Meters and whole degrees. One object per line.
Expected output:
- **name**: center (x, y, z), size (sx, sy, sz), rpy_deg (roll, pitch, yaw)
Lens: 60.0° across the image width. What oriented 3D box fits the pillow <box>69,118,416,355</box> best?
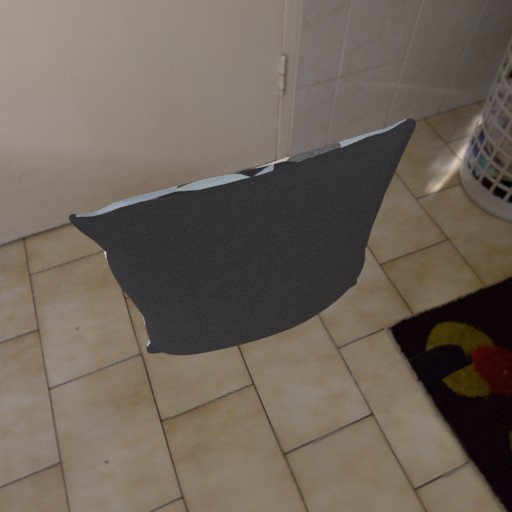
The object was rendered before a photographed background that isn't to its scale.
- **pillow**: center (0.000, 0.000, 0.798), size (0.503, 0.496, 0.208), rpy_deg (-17, 59, -11)
